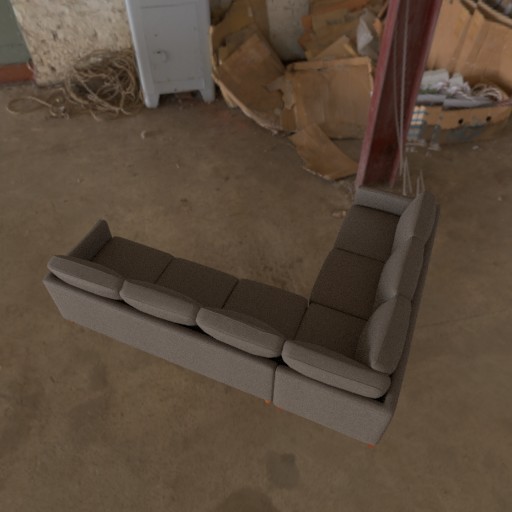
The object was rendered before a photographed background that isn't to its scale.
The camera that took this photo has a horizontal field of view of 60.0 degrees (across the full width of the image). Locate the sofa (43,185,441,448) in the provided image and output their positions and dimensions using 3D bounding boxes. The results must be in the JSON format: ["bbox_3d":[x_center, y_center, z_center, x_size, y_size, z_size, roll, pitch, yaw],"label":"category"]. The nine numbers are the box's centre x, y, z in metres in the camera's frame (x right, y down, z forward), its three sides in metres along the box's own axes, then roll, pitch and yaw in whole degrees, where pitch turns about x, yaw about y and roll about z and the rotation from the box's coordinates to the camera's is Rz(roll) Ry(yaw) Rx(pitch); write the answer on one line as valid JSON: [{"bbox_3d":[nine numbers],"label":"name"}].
[{"bbox_3d":[0.000,0.000,4.616,3.302,0.947,2.593,18,50,15],"label":"sofa"}]
